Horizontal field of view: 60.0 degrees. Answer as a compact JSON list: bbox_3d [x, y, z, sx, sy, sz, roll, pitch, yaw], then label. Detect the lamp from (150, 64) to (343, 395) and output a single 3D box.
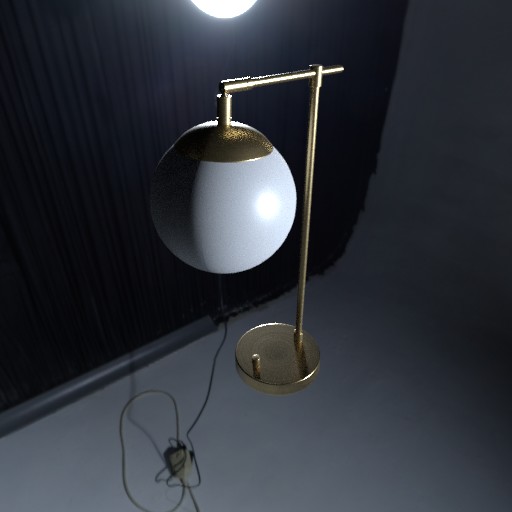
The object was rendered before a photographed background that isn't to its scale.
[{"bbox_3d":[0.000,0.000,0.726,0.324,0.559,0.207,-23,39,-31],"label":"lamp"}]
